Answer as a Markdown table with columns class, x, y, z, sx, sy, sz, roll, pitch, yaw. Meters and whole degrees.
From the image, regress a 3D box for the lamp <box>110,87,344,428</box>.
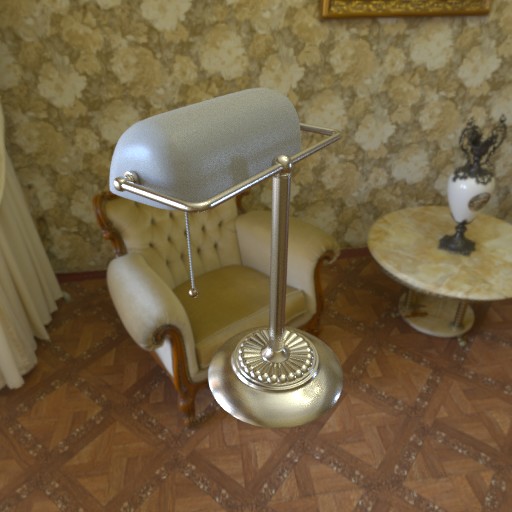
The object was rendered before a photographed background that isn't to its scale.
| class | x | y | z | sx | sy | sz | roll | pitch | yaw |
| --- | --- | --- | --- | --- | --- | --- | --- | --- | --- |
| lamp | 0.000 | 0.000 | 0.517 | 0.243 | 0.339 | 0.264 | 21 | 38 | 30 |
